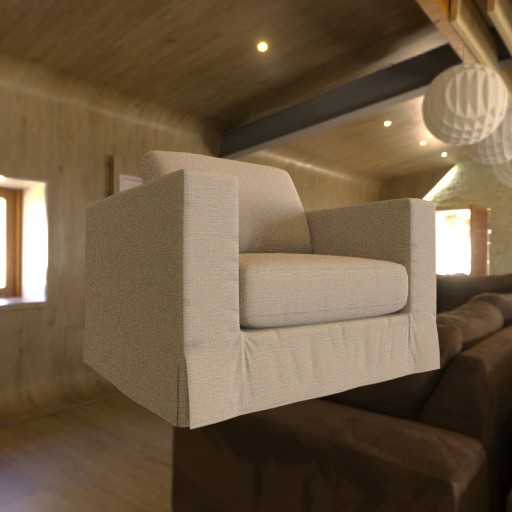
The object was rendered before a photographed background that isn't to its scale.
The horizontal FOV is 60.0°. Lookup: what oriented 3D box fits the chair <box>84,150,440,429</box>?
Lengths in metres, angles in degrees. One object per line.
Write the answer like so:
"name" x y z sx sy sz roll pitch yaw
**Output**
"chair" 0.000 0.000 1.808 1.150 0.878 0.957 0 -1 -35
